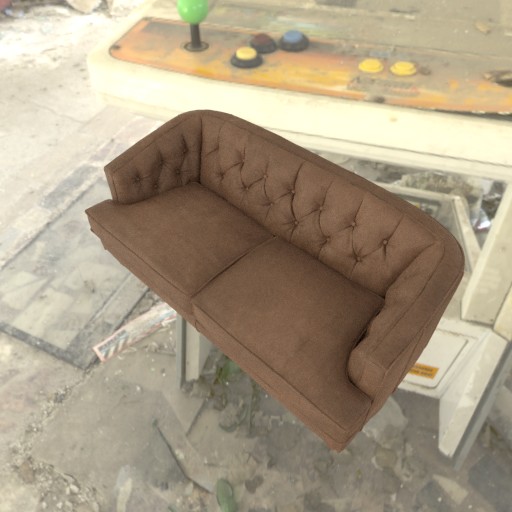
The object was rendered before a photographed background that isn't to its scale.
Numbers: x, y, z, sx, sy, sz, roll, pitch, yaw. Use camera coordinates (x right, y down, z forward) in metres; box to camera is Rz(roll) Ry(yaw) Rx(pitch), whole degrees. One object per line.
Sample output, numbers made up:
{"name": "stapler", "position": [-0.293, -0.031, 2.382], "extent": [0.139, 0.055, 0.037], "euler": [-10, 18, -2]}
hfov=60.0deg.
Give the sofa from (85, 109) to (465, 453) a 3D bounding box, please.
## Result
{"name": "sofa", "position": [0.000, 0.000, 2.246], "extent": [1.767, 0.799, 0.917], "euler": [35, 56, 28]}
